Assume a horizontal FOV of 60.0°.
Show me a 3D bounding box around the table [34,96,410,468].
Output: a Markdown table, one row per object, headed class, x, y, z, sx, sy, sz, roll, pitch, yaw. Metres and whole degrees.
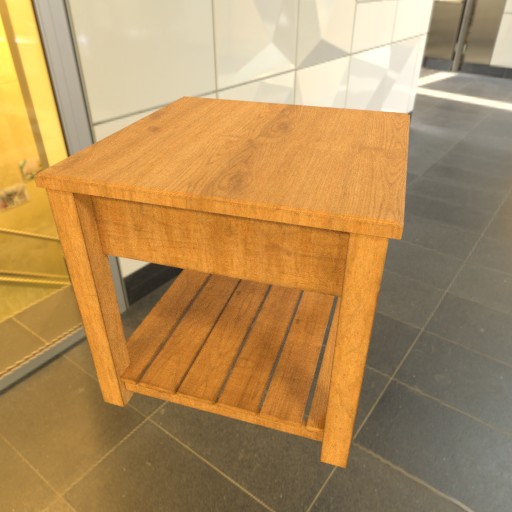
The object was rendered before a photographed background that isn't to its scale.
| class | x | y | z | sx | sy | sz | roll | pitch | yaw |
| --- | --- | --- | --- | --- | --- | --- | --- | --- | --- |
| table | 0.000 | 0.000 | 1.093 | 0.616 | 0.593 | 0.612 | 9 | 34 | 14 |
